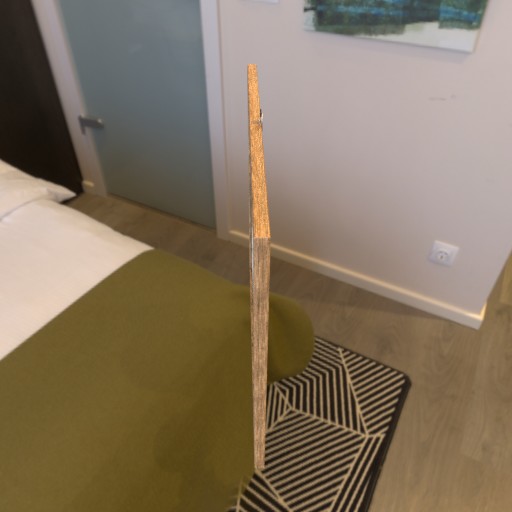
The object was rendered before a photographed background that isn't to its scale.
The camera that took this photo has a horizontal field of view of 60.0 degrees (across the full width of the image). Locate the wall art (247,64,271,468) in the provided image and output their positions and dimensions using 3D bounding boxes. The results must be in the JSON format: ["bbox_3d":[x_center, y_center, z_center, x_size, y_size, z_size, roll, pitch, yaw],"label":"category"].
[{"bbox_3d":[0.000,0.000,0.862,0.021,0.582,0.561,-1,41,-1],"label":"wall art"}]
